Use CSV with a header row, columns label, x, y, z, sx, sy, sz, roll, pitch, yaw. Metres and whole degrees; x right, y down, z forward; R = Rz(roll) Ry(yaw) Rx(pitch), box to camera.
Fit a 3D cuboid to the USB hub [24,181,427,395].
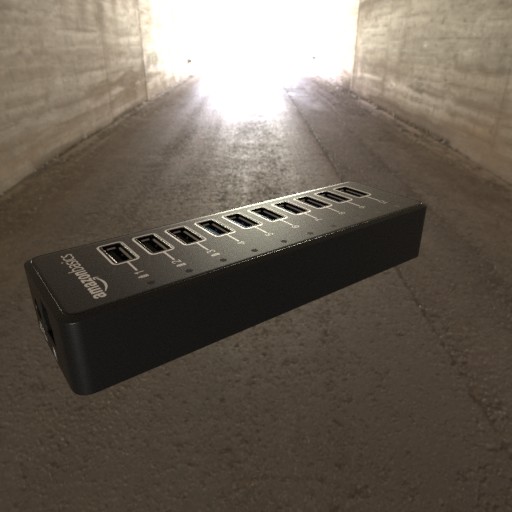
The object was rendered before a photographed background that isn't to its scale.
label,x,y,z,sx,sy,sz,roll,pitch,yaw
USB hub,0.000,0.000,0.162,0.145,0.023,0.044,-18,31,-32
